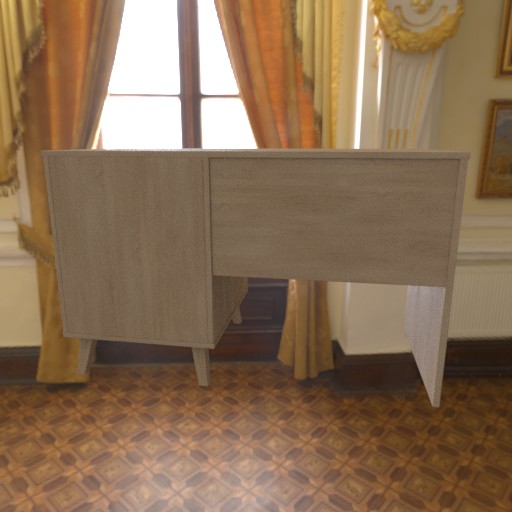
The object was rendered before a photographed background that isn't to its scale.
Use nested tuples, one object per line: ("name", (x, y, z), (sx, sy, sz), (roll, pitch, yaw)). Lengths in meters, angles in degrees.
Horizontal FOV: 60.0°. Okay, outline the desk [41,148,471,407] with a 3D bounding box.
("desk", (0.000, 0.000, 1.651), (1.251, 0.770, 0.600), (2, 15, 9))
